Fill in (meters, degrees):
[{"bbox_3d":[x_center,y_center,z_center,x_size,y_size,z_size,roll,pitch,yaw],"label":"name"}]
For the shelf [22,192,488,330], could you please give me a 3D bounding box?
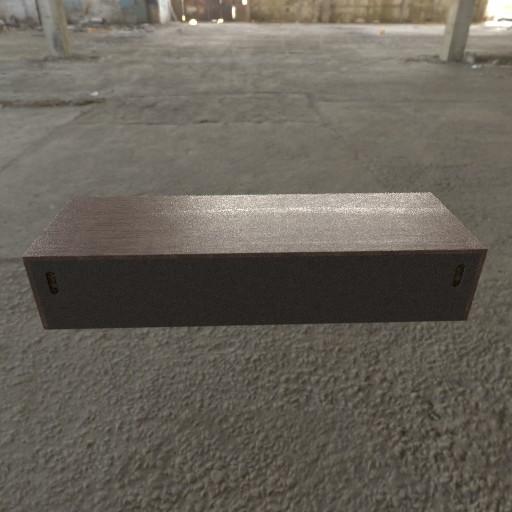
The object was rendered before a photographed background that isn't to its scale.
[{"bbox_3d":[0.000,0.000,0.697,0.610,0.125,0.200,-1,30,-2],"label":"shelf"}]
